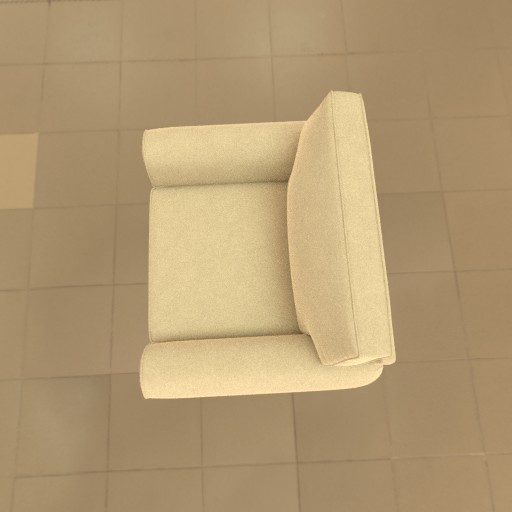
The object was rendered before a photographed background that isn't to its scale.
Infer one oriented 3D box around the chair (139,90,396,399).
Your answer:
[{"bbox_3d":[0.000,0.000,1.765,0.863,0.955,1.040,-3,76,-1],"label":"chair"}]
